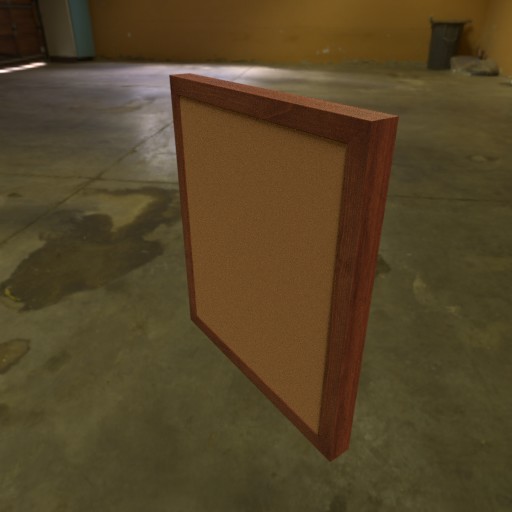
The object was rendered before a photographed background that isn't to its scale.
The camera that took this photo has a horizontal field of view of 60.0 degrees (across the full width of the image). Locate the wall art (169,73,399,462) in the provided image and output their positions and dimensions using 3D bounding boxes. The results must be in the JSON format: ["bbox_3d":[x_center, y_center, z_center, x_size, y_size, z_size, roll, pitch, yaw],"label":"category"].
[{"bbox_3d":[0.000,0.000,0.539,0.030,0.381,0.330,-19,34,-31],"label":"wall art"}]
